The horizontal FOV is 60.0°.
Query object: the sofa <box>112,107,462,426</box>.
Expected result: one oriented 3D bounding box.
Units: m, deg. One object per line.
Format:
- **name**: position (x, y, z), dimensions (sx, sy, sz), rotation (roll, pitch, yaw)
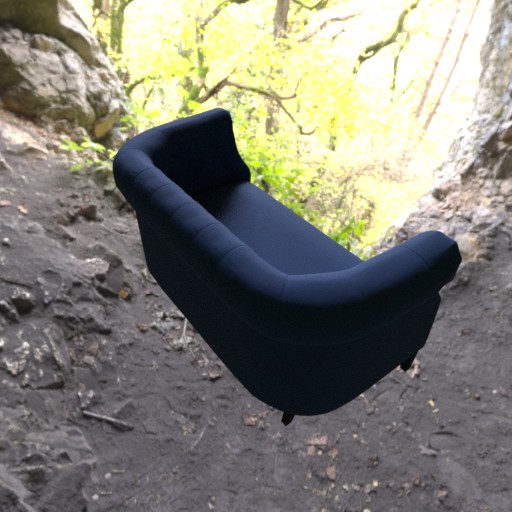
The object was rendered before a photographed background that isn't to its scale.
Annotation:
- **sofa**: position (0.000, 0.000, 2.043), dimensions (0.835, 0.827, 1.558), rotation (-26, 46, -27)
